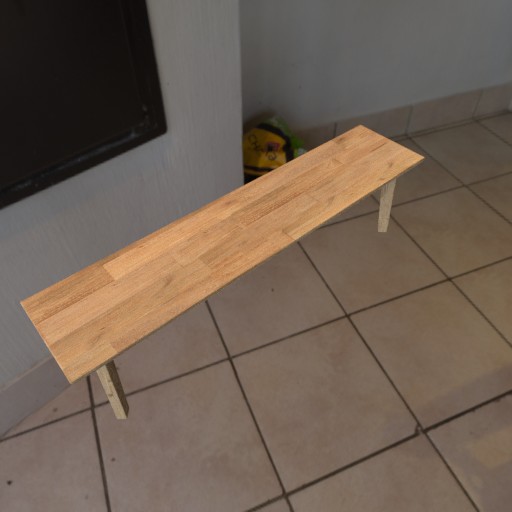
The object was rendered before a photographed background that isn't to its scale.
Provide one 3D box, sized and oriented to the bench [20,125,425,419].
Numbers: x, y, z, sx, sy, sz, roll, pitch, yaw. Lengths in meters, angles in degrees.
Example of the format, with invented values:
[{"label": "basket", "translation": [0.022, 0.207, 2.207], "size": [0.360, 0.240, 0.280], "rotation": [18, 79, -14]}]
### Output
[{"label": "bench", "translation": [0.000, 0.000, 1.878], "size": [1.698, 0.431, 0.378], "rotation": [-32, 54, -27]}]
